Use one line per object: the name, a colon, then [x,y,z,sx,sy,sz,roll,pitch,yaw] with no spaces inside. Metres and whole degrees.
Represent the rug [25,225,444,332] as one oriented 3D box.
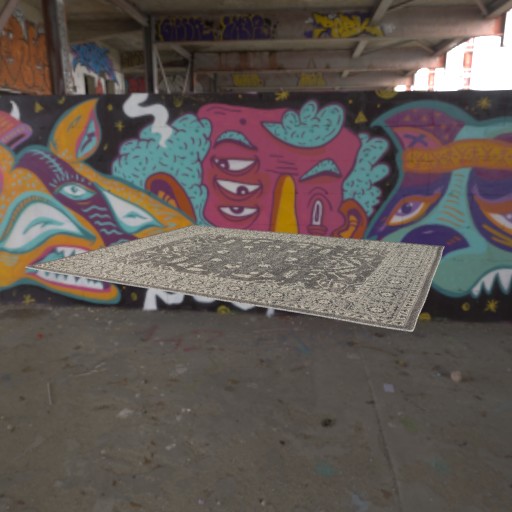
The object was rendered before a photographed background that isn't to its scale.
rug: [0.000,0.000,4.078,3.069,0.026,2.451,6,15,25]
